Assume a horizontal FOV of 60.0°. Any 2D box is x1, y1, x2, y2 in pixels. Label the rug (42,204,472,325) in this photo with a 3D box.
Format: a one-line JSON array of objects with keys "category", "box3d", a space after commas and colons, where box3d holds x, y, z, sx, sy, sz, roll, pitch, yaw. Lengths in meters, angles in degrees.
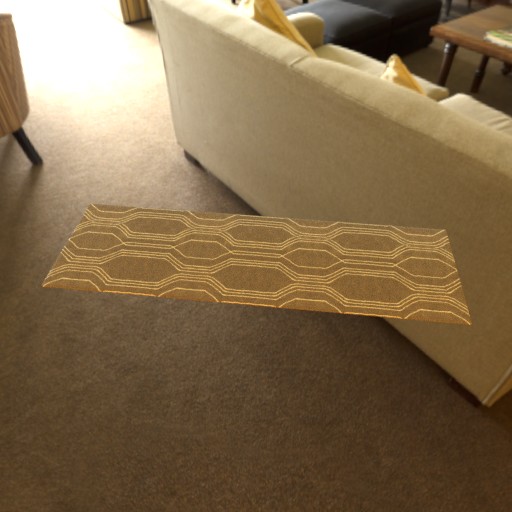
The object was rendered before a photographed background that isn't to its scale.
[{"category": "rug", "box3d": [0.000, 0.000, 2.787, 2.464, 0.012, 0.773, 5, 46, 4]}]
